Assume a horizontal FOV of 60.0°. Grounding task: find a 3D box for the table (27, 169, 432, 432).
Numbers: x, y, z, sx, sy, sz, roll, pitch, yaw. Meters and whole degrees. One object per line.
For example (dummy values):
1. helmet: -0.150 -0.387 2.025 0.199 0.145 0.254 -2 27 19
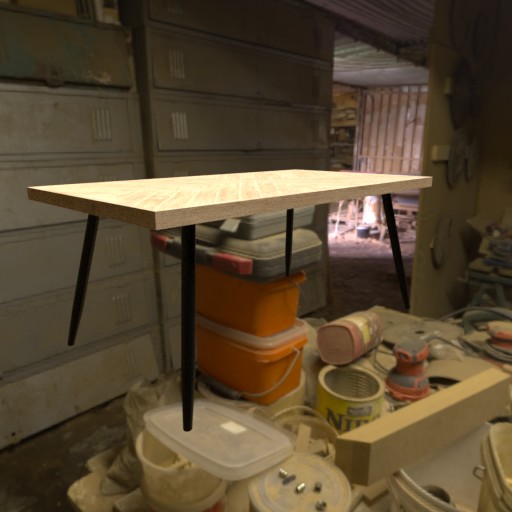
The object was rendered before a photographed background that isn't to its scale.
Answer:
1. table: 0.000 0.000 2.286 0.991 0.762 1.803 14 20 43
